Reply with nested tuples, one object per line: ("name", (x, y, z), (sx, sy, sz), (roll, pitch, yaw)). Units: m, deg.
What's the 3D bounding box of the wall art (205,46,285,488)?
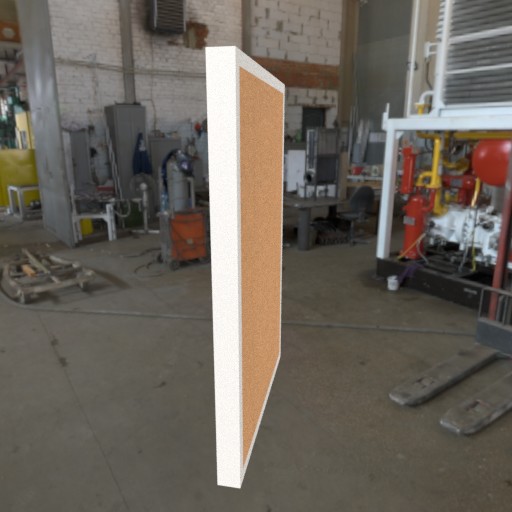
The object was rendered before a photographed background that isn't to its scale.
("wall art", (0.000, 0.000, 0.551), (0.025, 0.428, 0.293), (3, 16, 11))
